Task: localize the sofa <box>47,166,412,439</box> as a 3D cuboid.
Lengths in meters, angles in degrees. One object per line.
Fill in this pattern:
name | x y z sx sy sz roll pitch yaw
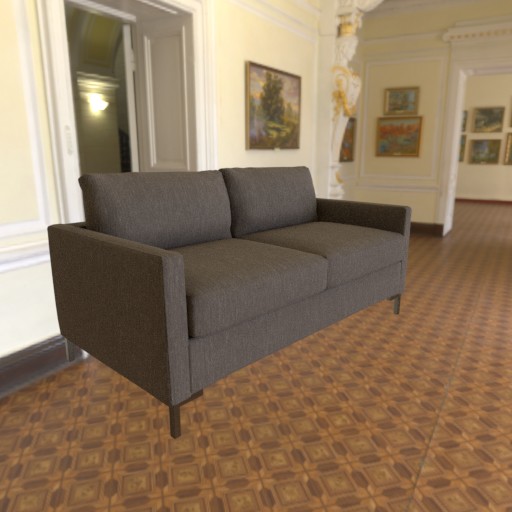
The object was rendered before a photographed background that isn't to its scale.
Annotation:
sofa | 0.000 0.000 2.198 0.875 0.840 1.682 13 18 42
